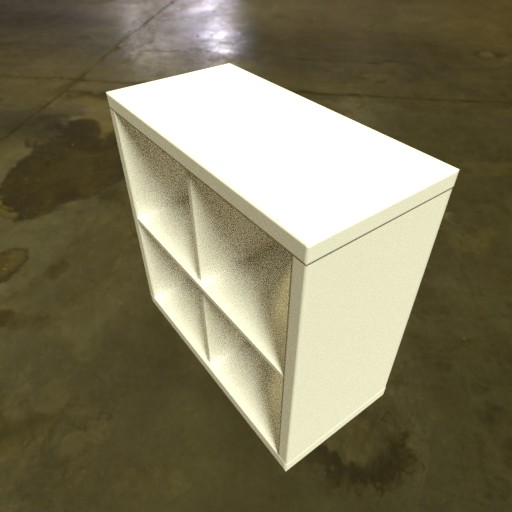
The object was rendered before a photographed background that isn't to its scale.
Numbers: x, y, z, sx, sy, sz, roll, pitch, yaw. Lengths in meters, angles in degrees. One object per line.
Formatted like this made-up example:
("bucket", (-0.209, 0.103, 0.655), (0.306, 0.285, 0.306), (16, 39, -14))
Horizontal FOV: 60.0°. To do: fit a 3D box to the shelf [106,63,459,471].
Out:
("shelf", (0.000, 0.000, 1.263), (0.390, 0.786, 0.790), (-26, 47, -27))
